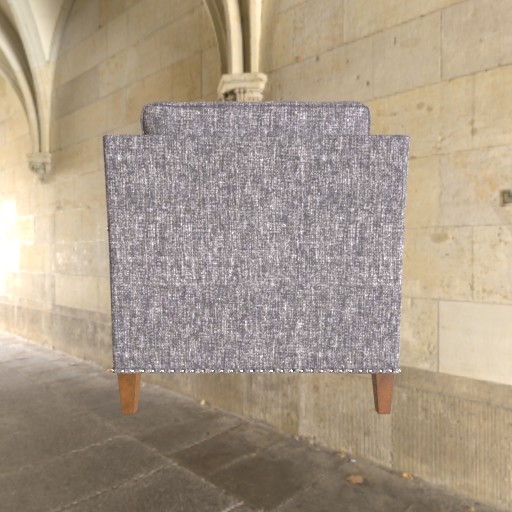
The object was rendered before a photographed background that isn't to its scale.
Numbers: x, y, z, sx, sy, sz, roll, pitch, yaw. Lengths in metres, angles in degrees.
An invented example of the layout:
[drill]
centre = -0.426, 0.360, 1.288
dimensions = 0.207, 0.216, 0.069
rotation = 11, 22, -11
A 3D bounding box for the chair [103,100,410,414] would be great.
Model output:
[chair]
centre = 0.000, 0.000, 1.709
dimensions = 0.853, 0.943, 1.014
rotation = 0, 0, 0
